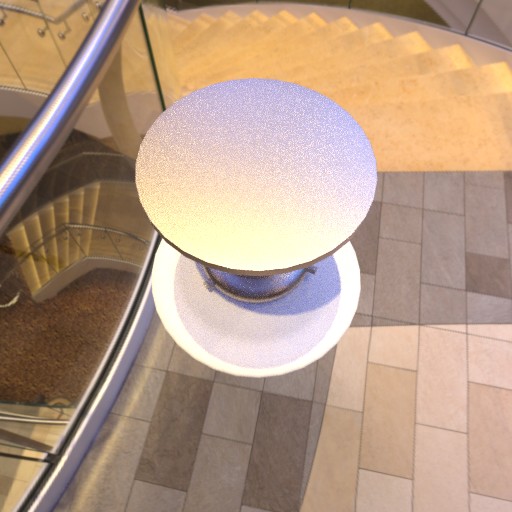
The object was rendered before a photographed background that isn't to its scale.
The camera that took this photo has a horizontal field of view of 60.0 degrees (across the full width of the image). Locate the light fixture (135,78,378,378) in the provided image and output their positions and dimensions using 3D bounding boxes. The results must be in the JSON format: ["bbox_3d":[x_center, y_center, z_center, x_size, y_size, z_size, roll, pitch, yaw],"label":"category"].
[{"bbox_3d":[0.000,0.000,0.392,0.199,0.254,0.199,0,62,0],"label":"light fixture"}]
